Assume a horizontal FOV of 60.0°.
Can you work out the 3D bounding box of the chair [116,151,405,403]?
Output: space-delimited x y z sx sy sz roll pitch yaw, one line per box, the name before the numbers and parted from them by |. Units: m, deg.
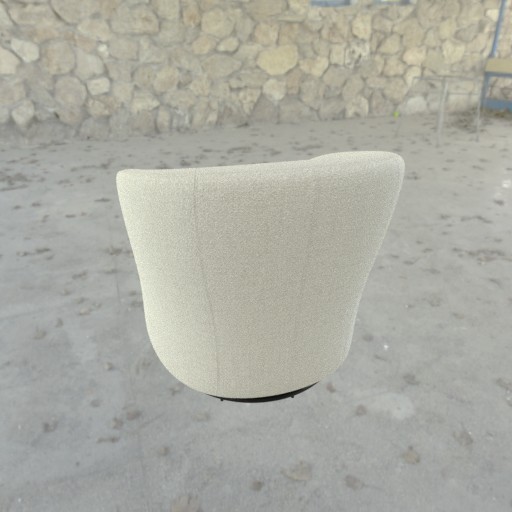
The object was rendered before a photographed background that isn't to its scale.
chair | 0.000 0.000 1.430 0.791 0.771 0.815 -8 27 -17
